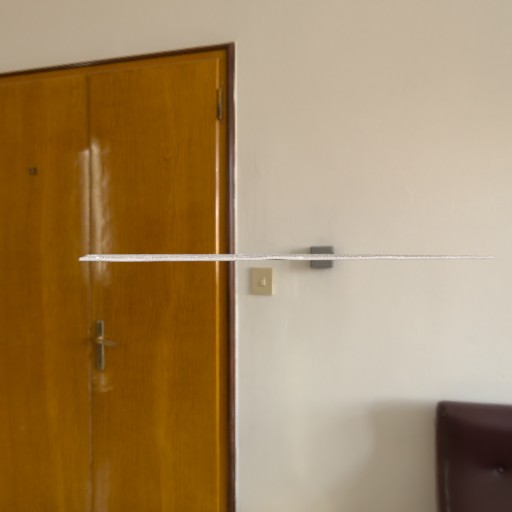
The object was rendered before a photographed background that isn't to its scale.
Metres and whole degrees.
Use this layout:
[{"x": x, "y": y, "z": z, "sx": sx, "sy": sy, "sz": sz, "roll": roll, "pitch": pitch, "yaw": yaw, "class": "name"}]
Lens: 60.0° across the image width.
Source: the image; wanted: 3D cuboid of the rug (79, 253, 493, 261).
[{"x": 0.000, "y": 0.000, "z": 0.881, "sx": 0.639, "sy": 0.006, "sz": 0.548, "roll": 0, "pitch": 1, "yaw": -20, "class": "rug"}]
